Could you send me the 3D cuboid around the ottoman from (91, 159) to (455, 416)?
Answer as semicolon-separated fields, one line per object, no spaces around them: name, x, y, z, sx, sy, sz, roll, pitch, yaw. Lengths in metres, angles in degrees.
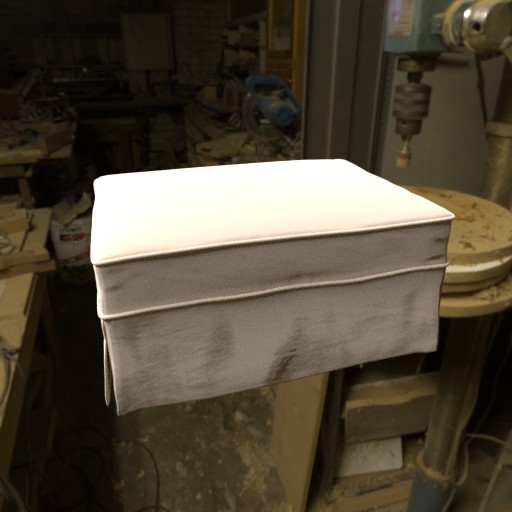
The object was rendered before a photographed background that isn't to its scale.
ottoman;0.000;0.000;1.370;0.944;0.479;0.703;-8;27;-15
